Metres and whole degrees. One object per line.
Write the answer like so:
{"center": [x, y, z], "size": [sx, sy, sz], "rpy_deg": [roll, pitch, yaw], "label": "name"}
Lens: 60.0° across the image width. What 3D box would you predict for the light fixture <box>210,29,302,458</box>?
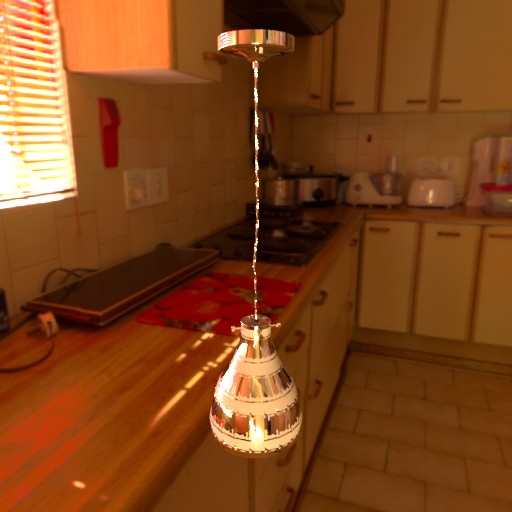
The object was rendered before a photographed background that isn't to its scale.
{"center": [0.000, 0.000, 1.623], "size": [0.374, 1.457, 0.374], "rpy_deg": [-3, 15, -10], "label": "light fixture"}
